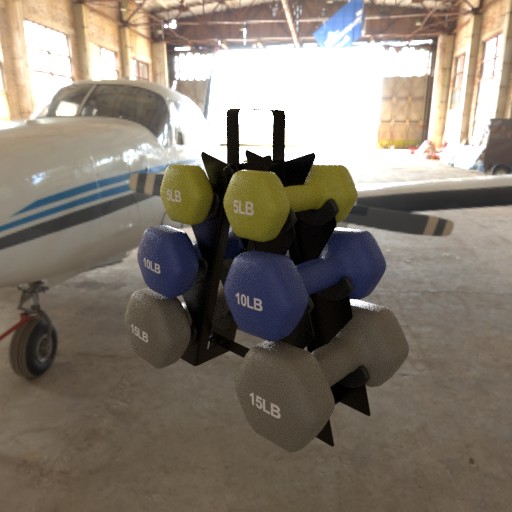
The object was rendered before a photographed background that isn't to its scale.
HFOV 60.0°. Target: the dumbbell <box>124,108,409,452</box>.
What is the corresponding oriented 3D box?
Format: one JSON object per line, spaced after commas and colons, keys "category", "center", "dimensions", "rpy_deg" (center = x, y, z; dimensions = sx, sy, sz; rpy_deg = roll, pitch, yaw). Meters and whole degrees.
{"category": "dumbbell", "center": [0.000, 0.000, 0.677], "dimensions": [0.416, 0.426, 0.261], "rpy_deg": [15, 22, 43]}
